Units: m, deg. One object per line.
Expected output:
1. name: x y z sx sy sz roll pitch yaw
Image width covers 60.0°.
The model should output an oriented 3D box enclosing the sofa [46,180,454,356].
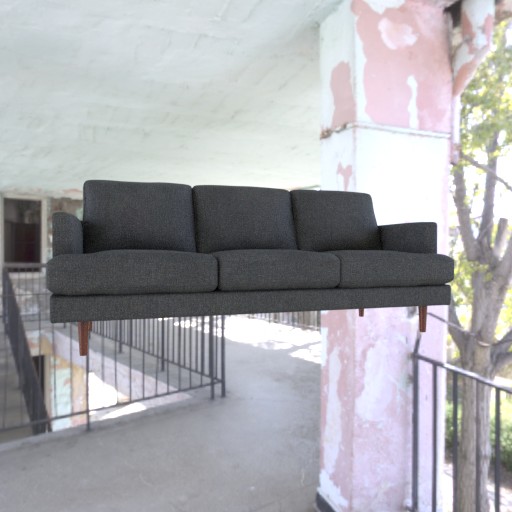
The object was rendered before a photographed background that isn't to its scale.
1. sofa: 0.000 0.000 2.711 2.246 0.930 0.903 0 0 -19
